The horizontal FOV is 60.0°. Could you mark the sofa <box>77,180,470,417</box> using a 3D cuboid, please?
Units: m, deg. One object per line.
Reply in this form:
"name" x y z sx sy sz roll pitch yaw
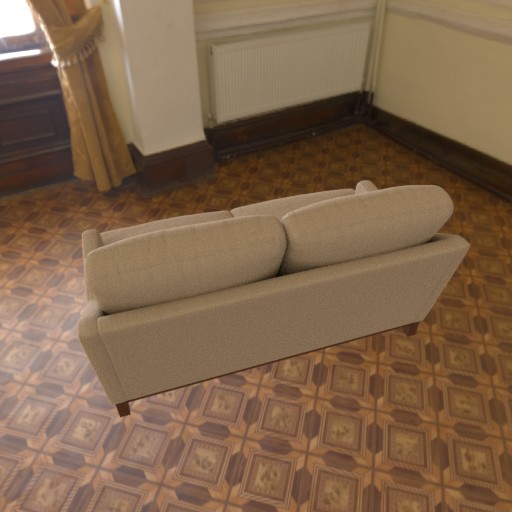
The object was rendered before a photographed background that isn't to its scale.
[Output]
"sofa" 0.000 0.000 2.194 1.619 0.910 1.004 -12 41 -14
